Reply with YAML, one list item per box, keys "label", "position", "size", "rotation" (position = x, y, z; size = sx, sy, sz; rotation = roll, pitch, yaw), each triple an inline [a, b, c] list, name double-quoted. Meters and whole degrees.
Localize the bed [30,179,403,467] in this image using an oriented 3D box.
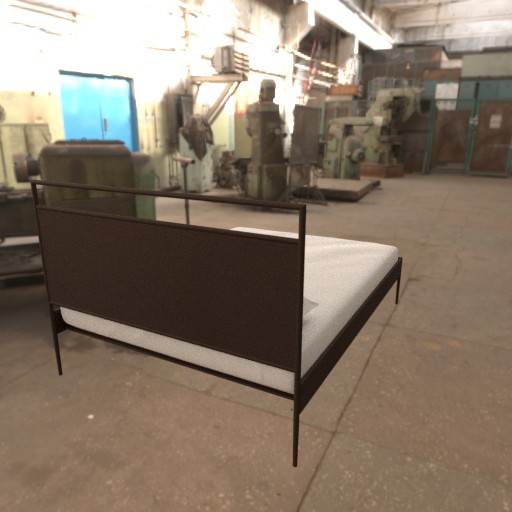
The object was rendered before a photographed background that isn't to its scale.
- label: "bed"
  position: [0.000, 0.000, 3.039]
  size: [1.572, 1.173, 2.122]
  rotation: [9, 19, 27]
